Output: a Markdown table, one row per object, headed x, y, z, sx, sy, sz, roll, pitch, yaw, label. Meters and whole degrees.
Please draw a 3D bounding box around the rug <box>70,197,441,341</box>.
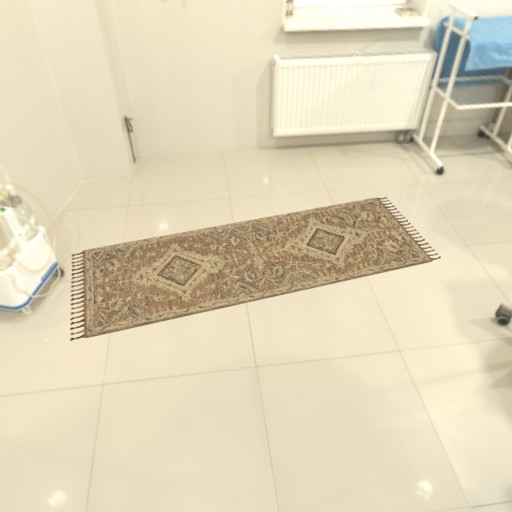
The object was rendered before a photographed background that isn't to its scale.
| x | y | z | sx | sy | sz | roll | pitch | yaw | label |
| --- | --- | --- | --- | --- | --- | --- | --- | --- | --- |
| 0.000 | 0.000 | 2.850 | 2.378 | 0.018 | 1.324 | 0 | 42 | 0 | rug |
